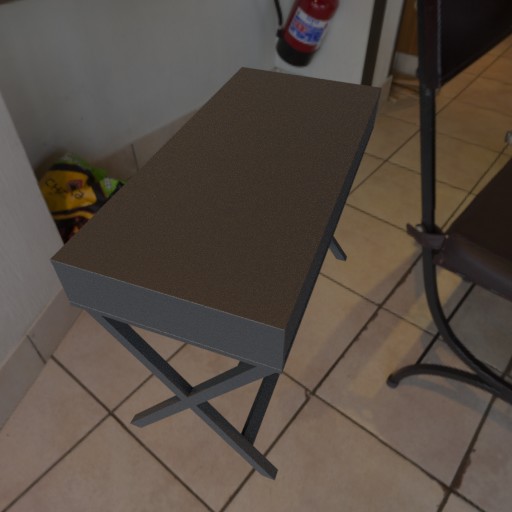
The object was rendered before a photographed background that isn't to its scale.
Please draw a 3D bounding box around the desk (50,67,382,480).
[{"bbox_3d":[0.000,0.000,1.468,0.504,0.780,1.057,15,46,14],"label":"desk"}]
